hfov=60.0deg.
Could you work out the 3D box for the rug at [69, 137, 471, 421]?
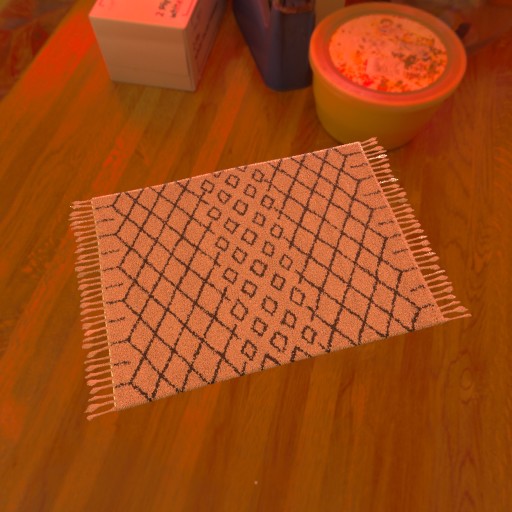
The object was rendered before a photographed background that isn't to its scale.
[{"bbox_3d":[0.000,0.000,3.231,2.615,0.029,1.664,-13,64,-7],"label":"rug"}]
